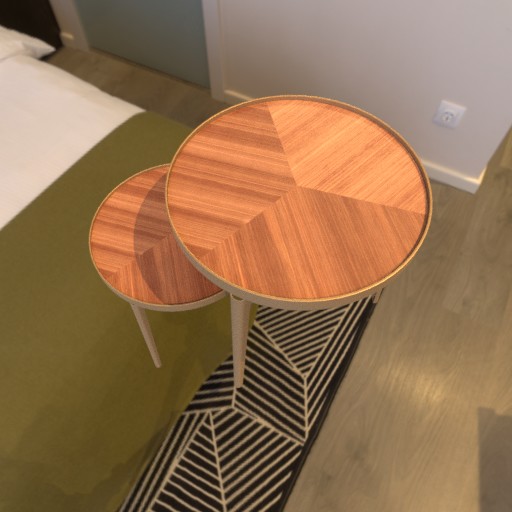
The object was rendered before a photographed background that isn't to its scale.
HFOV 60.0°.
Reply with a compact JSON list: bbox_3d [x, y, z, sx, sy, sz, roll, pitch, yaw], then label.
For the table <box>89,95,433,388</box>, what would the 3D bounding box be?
[{"bbox_3d":[0.000,0.000,1.124,0.751,0.555,0.532,-2,58,-1],"label":"table"}]
